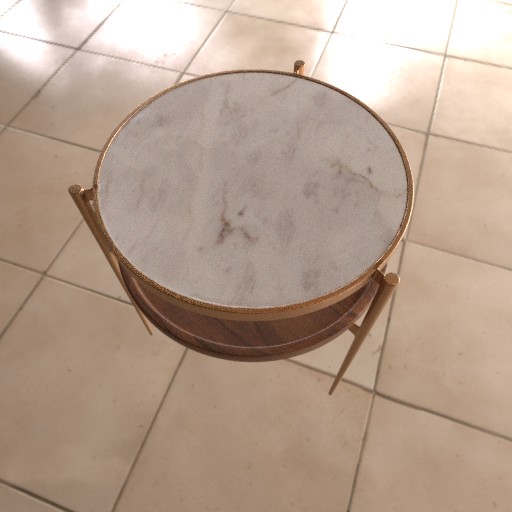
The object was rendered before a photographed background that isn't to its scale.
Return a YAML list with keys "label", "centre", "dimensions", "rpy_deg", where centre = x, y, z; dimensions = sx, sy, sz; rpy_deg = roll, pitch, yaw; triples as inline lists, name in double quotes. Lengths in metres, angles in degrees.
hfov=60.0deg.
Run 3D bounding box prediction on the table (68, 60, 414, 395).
- label: "table"
  centre: [0.000, 0.000, 0.804]
  dimensions: [0.430, 0.493, 0.456]
  rpy_deg: [16, 60, 10]
